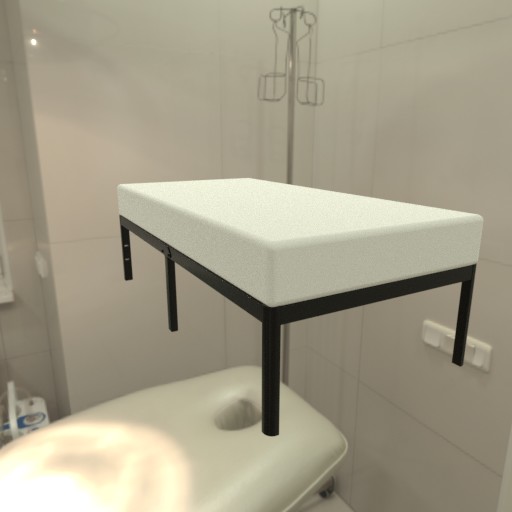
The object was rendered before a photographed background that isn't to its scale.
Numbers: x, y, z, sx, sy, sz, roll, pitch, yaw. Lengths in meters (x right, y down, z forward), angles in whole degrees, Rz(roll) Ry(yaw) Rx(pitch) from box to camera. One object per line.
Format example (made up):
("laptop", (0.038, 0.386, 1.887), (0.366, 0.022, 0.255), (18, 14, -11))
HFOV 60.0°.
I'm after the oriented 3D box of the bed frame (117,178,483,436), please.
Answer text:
("bed frame", (0.000, 0.000, 2.420), (1.023, 0.659, 1.950), (-8, 17, -28))
